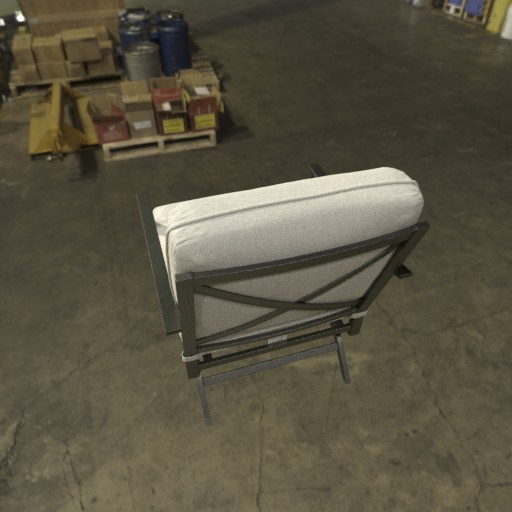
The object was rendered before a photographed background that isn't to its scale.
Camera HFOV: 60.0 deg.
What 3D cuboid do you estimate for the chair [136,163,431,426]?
[{"bbox_3d":[0.000,0.000,1.418,0.650,0.860,0.787,-12,42,-13],"label":"chair"}]
